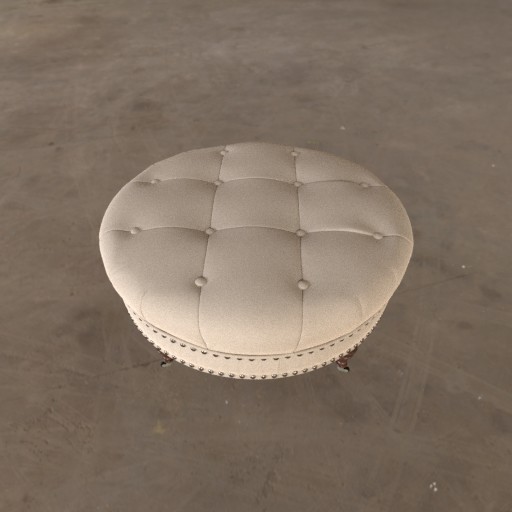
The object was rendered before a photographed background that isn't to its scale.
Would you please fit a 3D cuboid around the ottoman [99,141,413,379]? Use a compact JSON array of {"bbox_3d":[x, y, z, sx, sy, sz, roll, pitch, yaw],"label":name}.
[{"bbox_3d":[0.000,0.000,1.413,0.901,0.439,0.901,0,42,0],"label":"ottoman"}]
